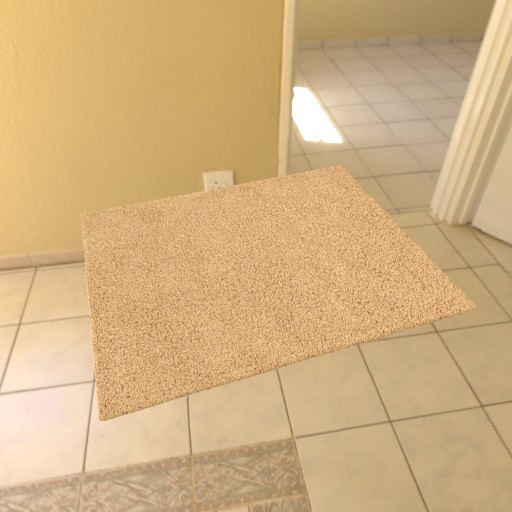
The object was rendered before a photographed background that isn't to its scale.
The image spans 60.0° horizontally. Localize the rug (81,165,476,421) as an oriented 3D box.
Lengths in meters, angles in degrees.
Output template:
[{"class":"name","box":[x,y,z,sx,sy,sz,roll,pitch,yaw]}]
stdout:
[{"class":"rug","box":[0.000,0.000,4.160,3.047,0.029,2.438,-13,43,-14]}]
